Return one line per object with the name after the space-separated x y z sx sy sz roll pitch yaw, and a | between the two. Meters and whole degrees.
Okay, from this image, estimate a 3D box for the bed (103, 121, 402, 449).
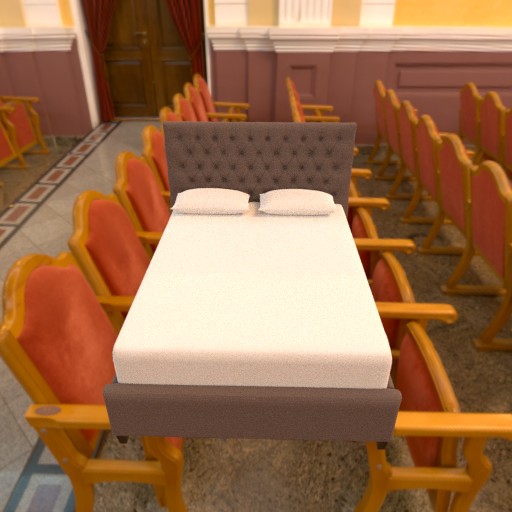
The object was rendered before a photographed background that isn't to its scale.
0.000 0.000 3.280 1.696 1.426 2.233 1 31 1 | bed
